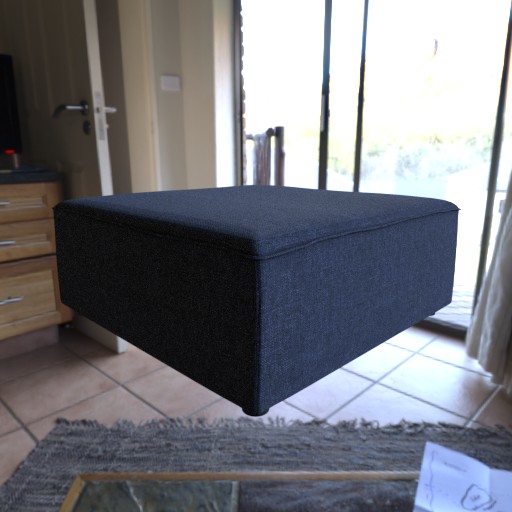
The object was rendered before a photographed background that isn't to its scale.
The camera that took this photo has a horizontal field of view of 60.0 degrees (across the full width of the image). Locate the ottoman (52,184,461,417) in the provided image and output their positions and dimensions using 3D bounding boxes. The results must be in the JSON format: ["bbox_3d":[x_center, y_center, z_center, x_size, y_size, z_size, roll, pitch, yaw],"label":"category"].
[{"bbox_3d":[0.000,0.000,1.548,1.017,0.423,1.023,-13,18,-43],"label":"ottoman"}]
